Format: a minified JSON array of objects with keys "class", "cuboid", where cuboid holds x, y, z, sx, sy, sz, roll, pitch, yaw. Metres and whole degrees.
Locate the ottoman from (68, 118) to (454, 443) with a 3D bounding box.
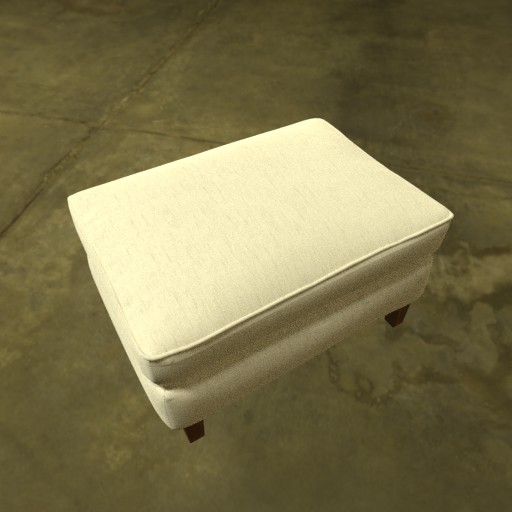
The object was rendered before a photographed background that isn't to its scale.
[{"class":"ottoman","cuboid":[0.000,0.000,0.994,0.665,0.406,0.501,-23,50,-21]}]
